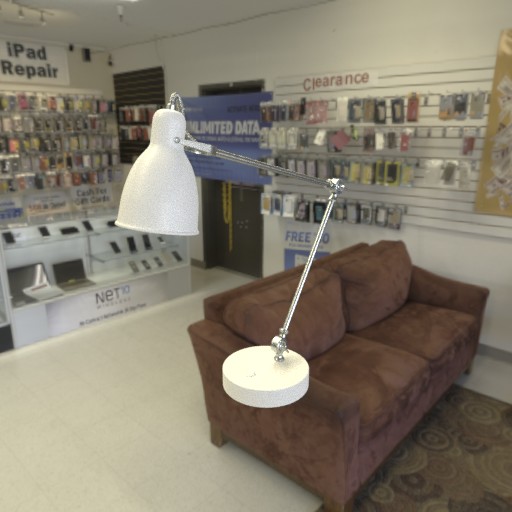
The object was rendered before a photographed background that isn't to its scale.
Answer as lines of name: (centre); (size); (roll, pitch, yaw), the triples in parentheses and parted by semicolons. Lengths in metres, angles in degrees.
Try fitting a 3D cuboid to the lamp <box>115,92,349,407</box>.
lamp: (0.000, 0.000, 0.869); (0.561, 0.587, 0.187); (-15, 22, -42)
